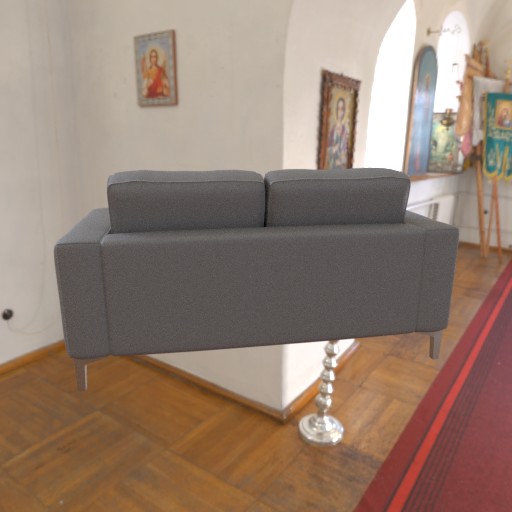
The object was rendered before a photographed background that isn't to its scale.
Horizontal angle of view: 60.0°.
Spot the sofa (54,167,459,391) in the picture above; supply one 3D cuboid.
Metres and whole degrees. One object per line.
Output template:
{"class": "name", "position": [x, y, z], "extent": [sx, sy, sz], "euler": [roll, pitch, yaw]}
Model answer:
{"class": "sofa", "position": [0.000, 0.000, 2.236], "extent": [1.726, 0.892, 0.833], "euler": [-3, 16, -9]}
